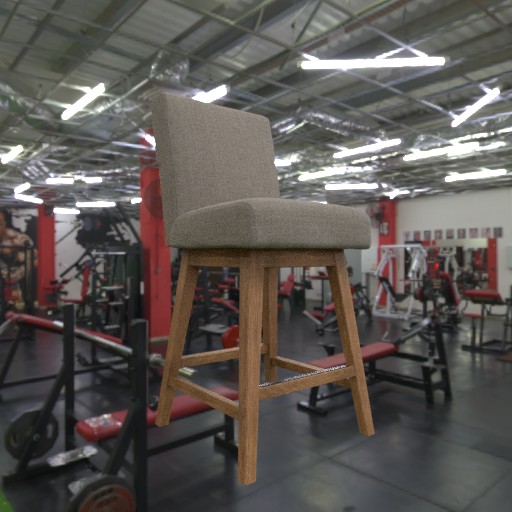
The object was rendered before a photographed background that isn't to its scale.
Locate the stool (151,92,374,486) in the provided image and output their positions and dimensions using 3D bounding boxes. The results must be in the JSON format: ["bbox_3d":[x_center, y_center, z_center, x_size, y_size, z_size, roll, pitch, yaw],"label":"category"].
[{"bbox_3d":[0.000,0.000,1.312,0.459,1.010,0.526,0,0,-38],"label":"stool"}]
